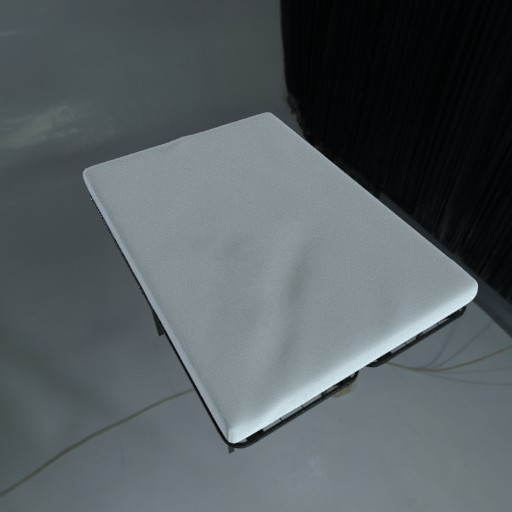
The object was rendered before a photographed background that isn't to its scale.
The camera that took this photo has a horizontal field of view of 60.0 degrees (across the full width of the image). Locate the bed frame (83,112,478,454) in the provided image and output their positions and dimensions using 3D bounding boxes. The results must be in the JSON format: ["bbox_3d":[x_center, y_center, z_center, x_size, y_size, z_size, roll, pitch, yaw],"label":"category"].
[{"bbox_3d":[0.000,0.000,2.590,1.372,0.637,1.905,-24,51,-21],"label":"bed frame"}]
